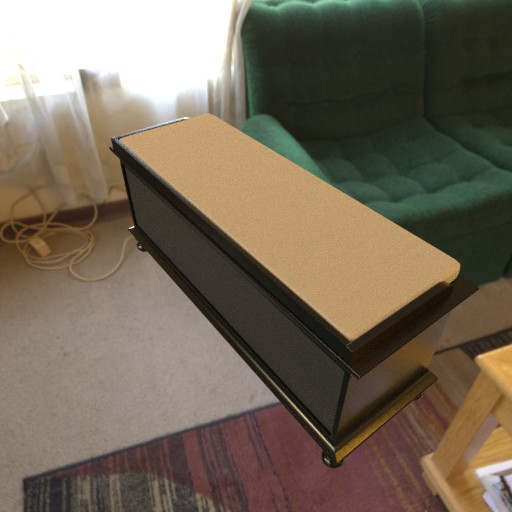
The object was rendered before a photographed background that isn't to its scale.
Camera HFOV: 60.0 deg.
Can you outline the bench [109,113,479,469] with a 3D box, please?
[{"bbox_3d":[0.000,0.000,1.422,0.402,0.501,1.185,-26,47,-27],"label":"bench"}]
